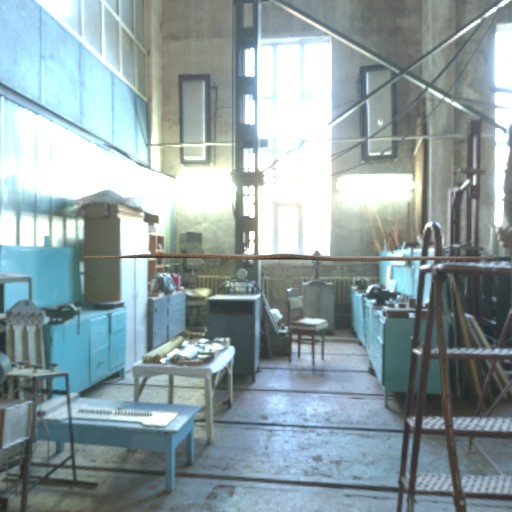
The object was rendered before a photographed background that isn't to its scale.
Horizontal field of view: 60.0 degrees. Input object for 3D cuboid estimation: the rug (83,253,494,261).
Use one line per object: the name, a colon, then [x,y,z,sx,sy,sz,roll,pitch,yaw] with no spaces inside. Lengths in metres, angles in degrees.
rug: [0.000,0.000,2.282,1.230,0.025,1.837,0,0,-37]
